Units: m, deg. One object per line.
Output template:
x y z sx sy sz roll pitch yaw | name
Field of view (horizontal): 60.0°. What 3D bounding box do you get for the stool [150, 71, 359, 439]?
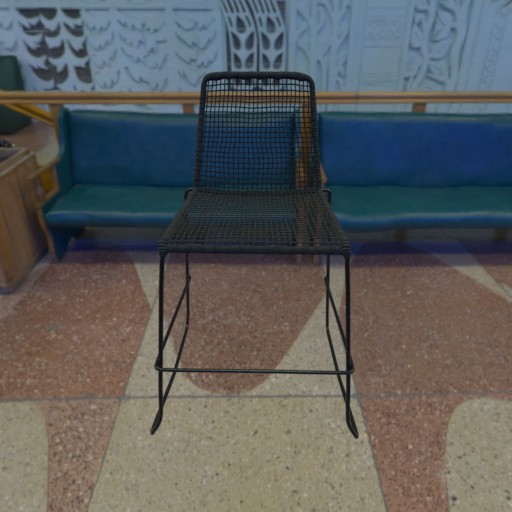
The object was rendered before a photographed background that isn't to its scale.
0.000 0.000 1.239 0.590 0.905 0.509 1 29 1 | stool
